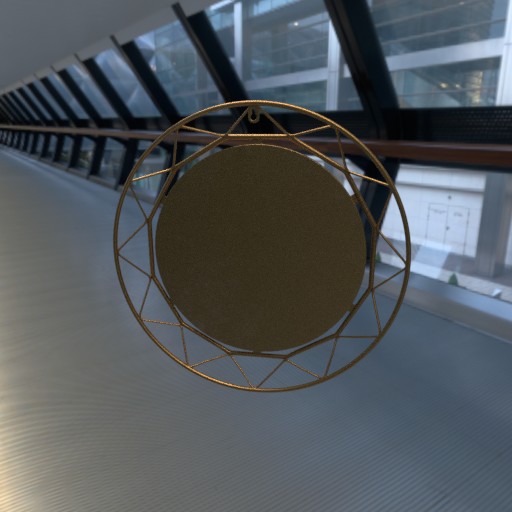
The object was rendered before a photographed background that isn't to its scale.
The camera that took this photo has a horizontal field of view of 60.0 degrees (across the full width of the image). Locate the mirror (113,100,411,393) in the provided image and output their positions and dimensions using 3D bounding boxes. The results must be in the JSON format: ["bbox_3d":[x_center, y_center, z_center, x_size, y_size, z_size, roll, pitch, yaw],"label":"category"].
[{"bbox_3d":[0.000,0.000,0.687,0.454,0.454,0.043,3,16,9],"label":"mirror"}]
